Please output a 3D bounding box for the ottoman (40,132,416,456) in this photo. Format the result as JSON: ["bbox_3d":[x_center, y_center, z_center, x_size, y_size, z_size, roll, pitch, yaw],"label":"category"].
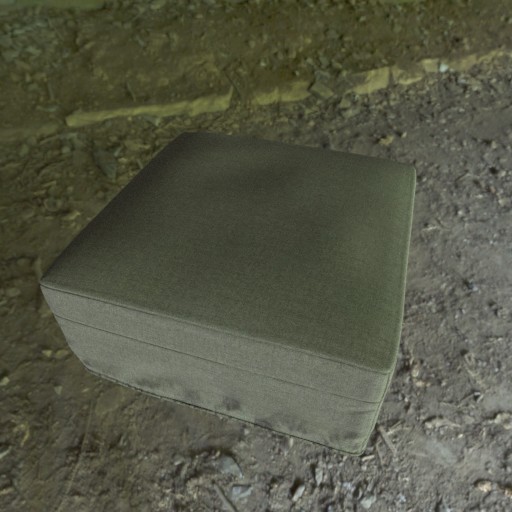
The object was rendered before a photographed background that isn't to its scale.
[{"bbox_3d":[0.000,0.000,1.335,0.840,0.436,0.843,12,43,13],"label":"ottoman"}]
